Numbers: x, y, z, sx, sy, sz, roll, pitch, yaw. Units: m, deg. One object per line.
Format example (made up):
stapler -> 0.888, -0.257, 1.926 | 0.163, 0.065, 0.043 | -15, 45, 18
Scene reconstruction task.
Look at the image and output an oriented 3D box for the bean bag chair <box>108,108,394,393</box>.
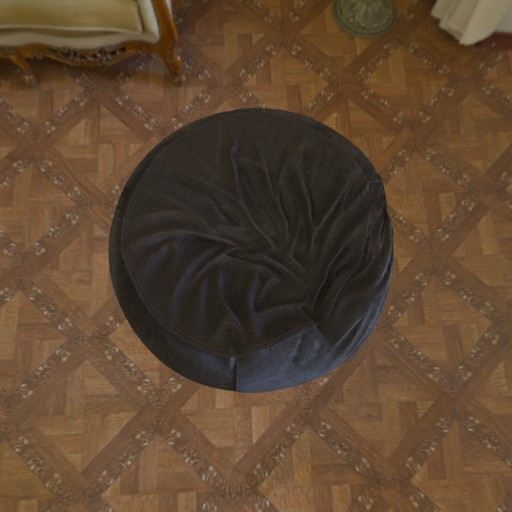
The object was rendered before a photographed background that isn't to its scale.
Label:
bean bag chair -> 0.000, 0.000, 1.531 | 0.918, 0.605, 0.918 | 0, 75, 0
